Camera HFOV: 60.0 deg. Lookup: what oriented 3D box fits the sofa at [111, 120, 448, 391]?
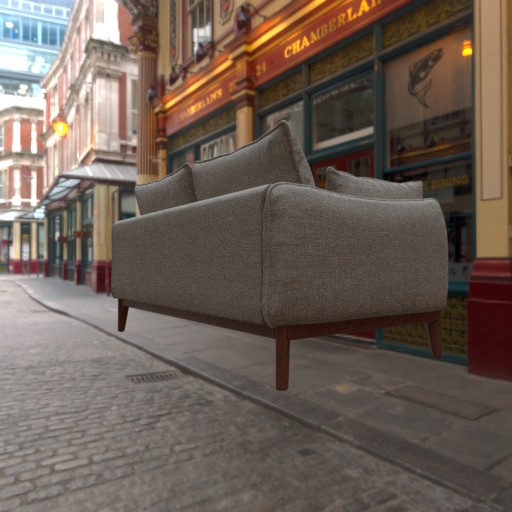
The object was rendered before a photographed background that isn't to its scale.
[{"bbox_3d":[0.000,0.000,2.193,0.972,0.851,1.580,1,-1,-36],"label":"sofa"}]
